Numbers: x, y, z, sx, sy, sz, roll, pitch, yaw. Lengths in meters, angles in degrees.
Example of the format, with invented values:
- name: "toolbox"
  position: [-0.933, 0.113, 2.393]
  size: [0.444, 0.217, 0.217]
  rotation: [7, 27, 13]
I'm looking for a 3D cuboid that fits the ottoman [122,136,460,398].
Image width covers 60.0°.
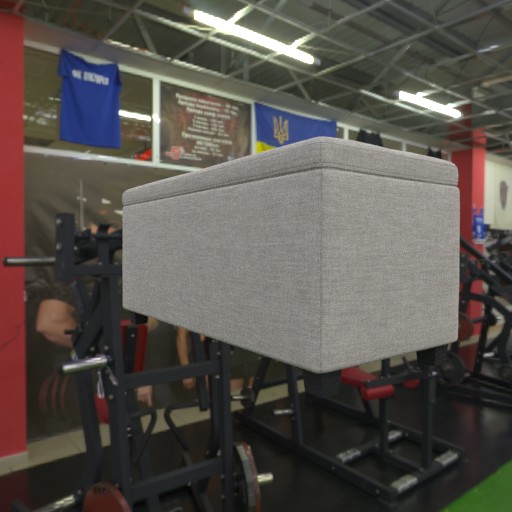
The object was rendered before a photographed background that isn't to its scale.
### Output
- name: "ottoman"
  position: [0.000, 0.000, 1.145]
  size: [0.419, 0.432, 0.902]
  rotation: [-1, 2, -36]
